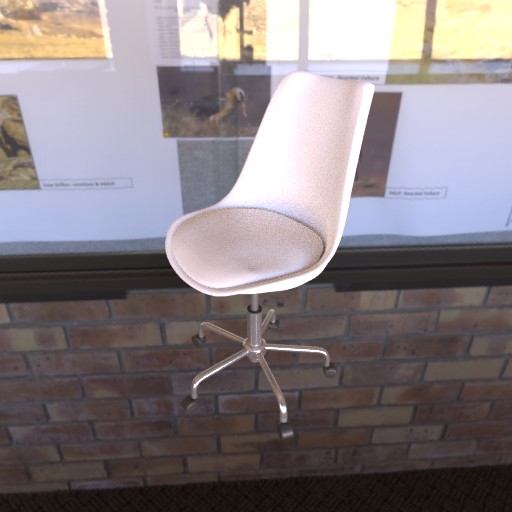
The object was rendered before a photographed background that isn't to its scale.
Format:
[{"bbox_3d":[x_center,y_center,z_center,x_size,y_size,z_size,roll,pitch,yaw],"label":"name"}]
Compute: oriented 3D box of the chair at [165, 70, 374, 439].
[{"bbox_3d":[0.000,0.000,1.274,0.550,0.930,0.550,-20,35,-30],"label":"chair"}]
